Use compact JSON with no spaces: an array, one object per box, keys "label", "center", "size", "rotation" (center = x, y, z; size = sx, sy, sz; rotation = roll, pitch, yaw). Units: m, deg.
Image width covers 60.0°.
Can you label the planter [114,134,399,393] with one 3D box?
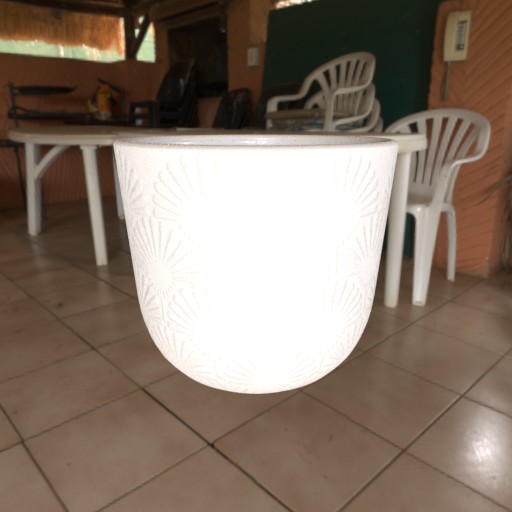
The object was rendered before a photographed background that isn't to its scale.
[{"label":"planter","center":[0.000,0.000,0.297],"size":[0.170,0.152,0.170],"rotation":[0,17,0]}]
